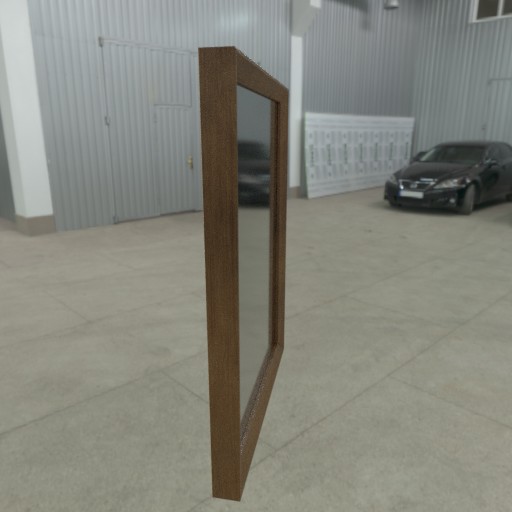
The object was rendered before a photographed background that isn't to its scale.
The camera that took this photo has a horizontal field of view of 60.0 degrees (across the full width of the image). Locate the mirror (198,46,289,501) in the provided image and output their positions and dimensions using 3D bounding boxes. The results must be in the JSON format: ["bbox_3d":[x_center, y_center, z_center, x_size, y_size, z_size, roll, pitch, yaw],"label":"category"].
[{"bbox_3d":[0.000,0.000,0.667,0.041,0.509,0.406,3,16,11],"label":"mirror"}]
